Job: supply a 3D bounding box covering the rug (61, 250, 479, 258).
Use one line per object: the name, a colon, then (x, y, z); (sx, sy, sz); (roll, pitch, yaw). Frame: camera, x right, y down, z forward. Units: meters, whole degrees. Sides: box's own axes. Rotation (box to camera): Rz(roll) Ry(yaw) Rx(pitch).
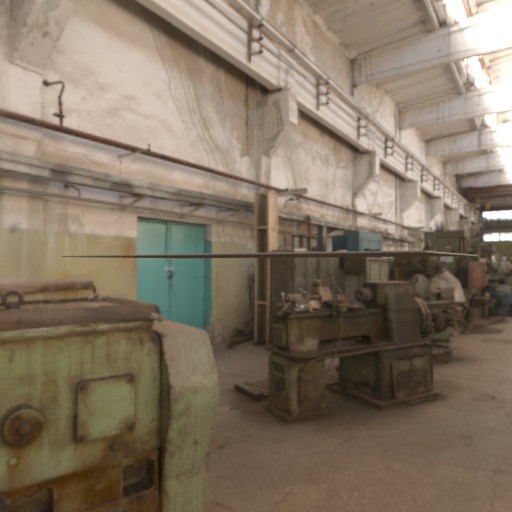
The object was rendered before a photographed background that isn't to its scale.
rug: (0.000, 0.000, 3.606); (3.048, 0.011, 1.546); (-1, -1, 35)
